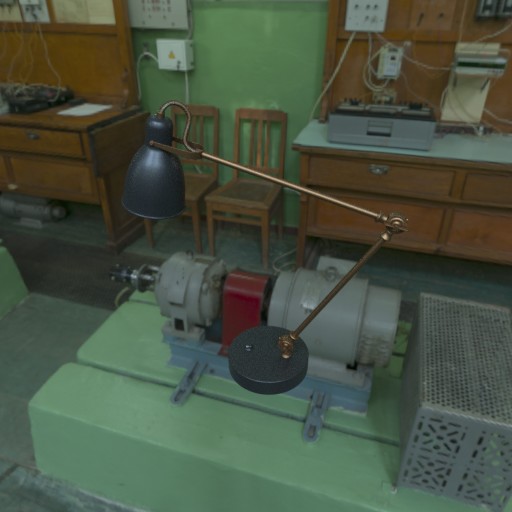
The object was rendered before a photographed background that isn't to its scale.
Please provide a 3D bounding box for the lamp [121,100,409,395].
[{"bbox_3d":[0.000,0.000,0.903,0.561,0.587,0.187,9,32,14],"label":"lamp"}]
